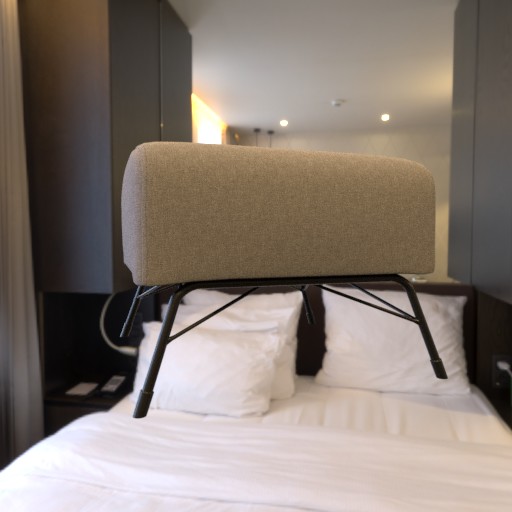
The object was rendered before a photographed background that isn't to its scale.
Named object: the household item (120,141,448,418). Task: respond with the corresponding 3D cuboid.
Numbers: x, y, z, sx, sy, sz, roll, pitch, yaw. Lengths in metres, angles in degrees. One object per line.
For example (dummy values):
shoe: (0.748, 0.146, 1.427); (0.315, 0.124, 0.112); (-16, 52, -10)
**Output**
household item: (0.000, 0.000, 0.923); (0.530, 0.410, 0.530); (-1, 3, -19)
